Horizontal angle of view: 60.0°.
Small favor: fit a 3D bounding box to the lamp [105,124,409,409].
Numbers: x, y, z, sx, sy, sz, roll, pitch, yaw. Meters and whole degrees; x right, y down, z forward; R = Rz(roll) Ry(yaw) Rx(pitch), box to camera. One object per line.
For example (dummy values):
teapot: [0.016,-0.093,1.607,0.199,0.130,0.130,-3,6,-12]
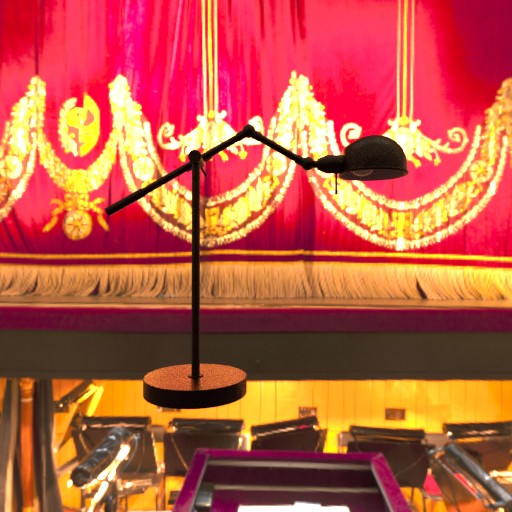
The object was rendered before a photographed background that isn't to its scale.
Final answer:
lamp: [0.000,0.000,0.807,0.567,0.495,0.185,0,-1,0]
